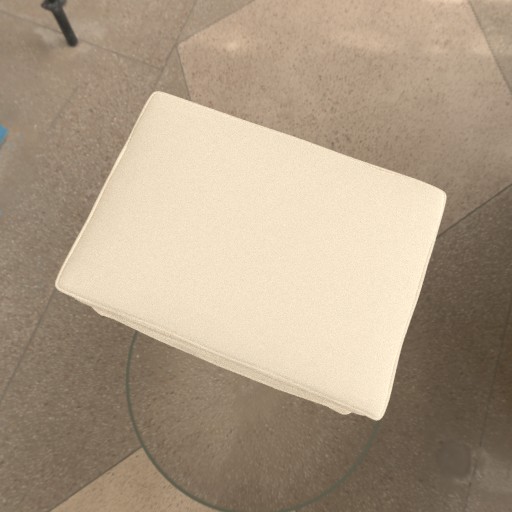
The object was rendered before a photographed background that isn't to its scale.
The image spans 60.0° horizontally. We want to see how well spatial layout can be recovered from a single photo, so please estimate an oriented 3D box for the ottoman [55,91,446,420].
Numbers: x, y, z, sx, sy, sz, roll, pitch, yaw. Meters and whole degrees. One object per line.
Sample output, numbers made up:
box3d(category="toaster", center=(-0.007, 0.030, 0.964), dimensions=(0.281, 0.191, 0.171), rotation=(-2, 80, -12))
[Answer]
box3d(category="ottoman", center=(0.000, 0.000, 1.373), dimensions=(0.944, 0.479, 0.703), rotation=(21, 76, 5))
